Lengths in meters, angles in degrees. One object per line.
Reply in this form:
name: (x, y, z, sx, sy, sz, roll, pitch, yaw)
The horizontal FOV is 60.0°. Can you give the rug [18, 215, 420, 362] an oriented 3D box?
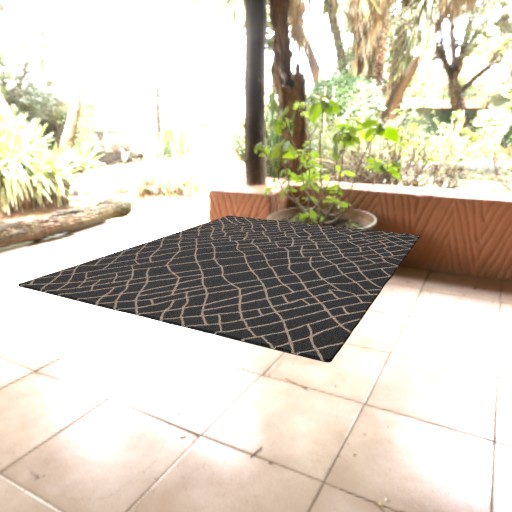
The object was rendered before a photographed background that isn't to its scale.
rug: (0.000, 0.000, 4.053, 2.439, 0.022, 3.047, 8, 18, 26)
